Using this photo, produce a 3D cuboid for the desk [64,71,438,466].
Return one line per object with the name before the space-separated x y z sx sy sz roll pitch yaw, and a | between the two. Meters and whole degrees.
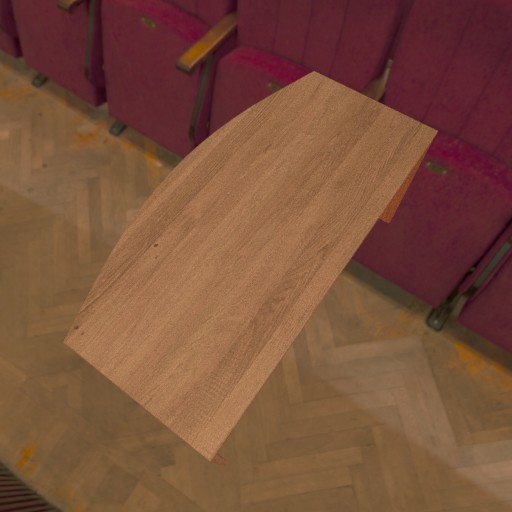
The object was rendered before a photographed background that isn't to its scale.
desk | 0.000 0.000 2.072 0.802 0.752 1.600 32 68 15
